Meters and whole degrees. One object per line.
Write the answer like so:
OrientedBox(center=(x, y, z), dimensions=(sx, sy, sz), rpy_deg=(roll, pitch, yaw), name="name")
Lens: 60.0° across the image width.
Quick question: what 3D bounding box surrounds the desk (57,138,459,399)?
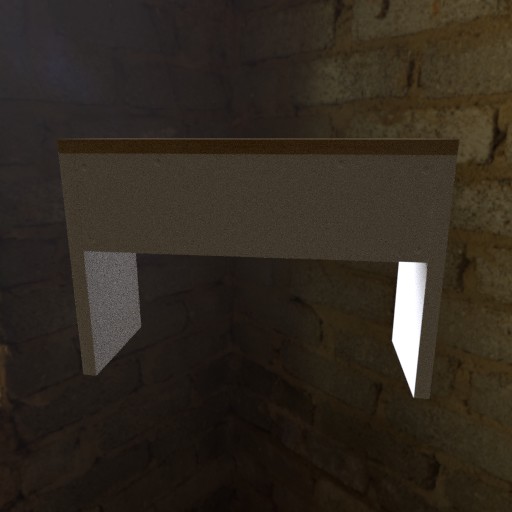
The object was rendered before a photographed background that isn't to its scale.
OrientedBox(center=(0.000, 0.000, 1.488), dimensions=(1.100, 0.760, 0.390), rpy_deg=(2, 15, 7), name="desk")
